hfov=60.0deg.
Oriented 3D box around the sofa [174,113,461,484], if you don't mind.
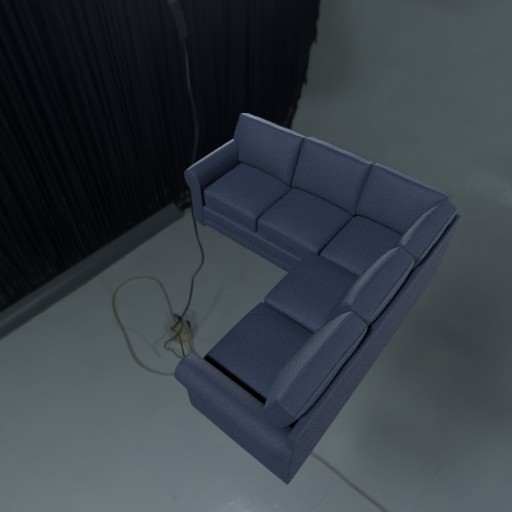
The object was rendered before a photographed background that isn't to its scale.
[{"bbox_3d":[0.000,0.000,3.848,2.487,1.042,2.562,30,53,26],"label":"sofa"}]
